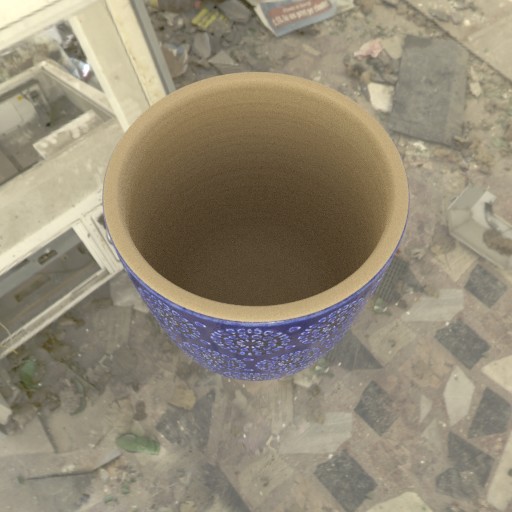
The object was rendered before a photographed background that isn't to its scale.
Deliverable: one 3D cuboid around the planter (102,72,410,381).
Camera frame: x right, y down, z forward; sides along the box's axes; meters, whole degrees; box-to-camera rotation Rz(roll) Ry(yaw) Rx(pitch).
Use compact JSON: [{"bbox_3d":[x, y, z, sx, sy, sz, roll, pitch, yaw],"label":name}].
[{"bbox_3d":[0.000,0.000,0.354,0.184,0.206,0.184,0,63,0],"label":"planter"}]
